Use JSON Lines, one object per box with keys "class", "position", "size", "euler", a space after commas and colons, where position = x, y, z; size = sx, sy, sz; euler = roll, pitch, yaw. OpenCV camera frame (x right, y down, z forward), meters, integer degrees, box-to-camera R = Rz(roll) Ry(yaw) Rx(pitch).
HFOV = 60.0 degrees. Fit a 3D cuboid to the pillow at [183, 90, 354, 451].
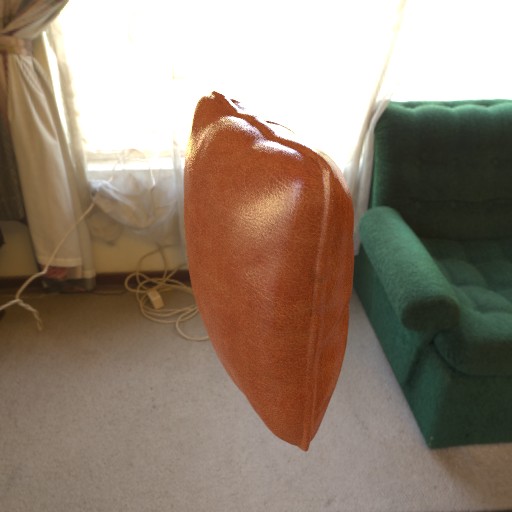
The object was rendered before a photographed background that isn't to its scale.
{"class": "pillow", "position": [0.000, 0.000, 0.829], "size": [0.236, 0.523, 0.532], "euler": [-11, 32, -18]}
